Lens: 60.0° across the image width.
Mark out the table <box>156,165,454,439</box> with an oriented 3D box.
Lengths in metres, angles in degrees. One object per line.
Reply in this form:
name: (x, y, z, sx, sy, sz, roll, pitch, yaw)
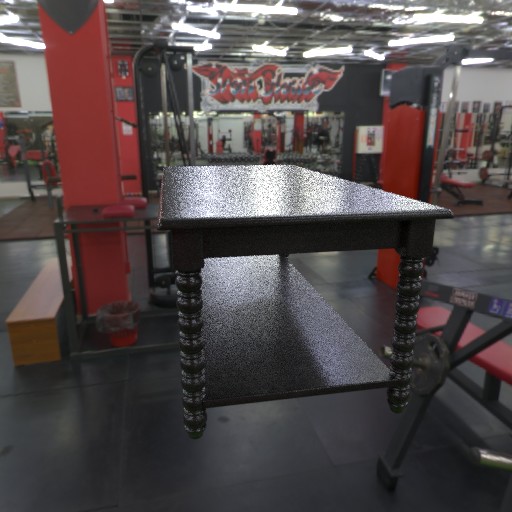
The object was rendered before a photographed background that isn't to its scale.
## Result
table: (0.000, 0.000, 1.438, 0.580, 0.487, 1.171, -3, 16, -11)
